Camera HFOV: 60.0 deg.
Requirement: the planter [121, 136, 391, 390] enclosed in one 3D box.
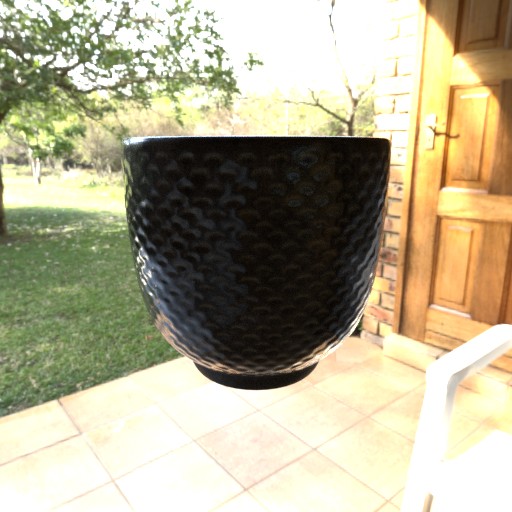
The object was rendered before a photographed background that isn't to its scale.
[{"bbox_3d":[0.000,0.000,0.311,0.172,0.160,0.172,0,14,0],"label":"planter"}]
